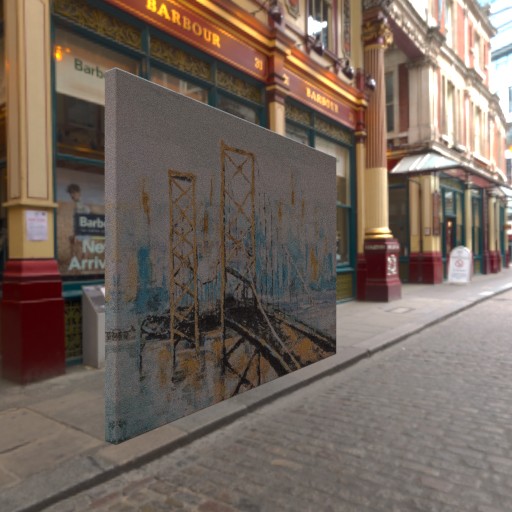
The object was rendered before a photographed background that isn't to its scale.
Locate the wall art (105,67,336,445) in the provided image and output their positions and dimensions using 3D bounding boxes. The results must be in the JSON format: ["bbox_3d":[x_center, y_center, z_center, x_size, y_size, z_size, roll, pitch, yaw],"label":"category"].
[{"bbox_3d":[0.000,0.000,1.312,0.038,0.762,1.016,0,0,36],"label":"wall art"}]
